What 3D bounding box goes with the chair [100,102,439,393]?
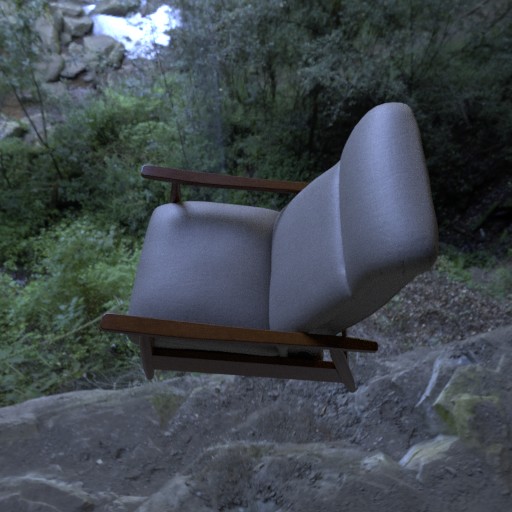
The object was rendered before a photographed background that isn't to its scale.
[{"bbox_3d":[0.000,0.000,1.770,1.032,1.082,0.762,3,58,2],"label":"chair"}]
